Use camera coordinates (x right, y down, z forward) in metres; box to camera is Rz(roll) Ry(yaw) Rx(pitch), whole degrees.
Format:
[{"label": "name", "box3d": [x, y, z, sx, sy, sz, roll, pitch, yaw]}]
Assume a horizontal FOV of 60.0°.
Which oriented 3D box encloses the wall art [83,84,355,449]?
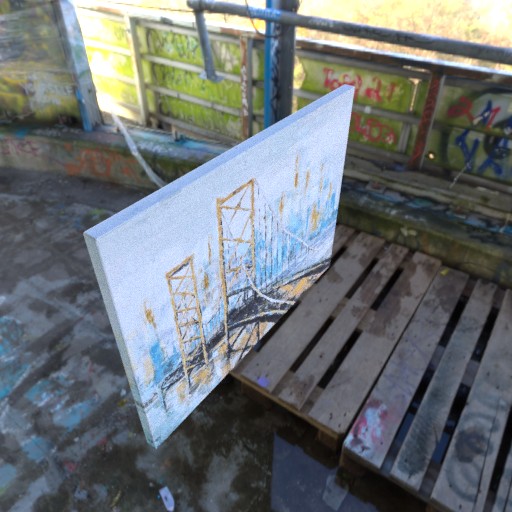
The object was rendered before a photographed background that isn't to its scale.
[{"label": "wall art", "box3d": [0.000, 0.000, 1.359, 0.038, 0.762, 1.016, 25, 46, 28]}]
